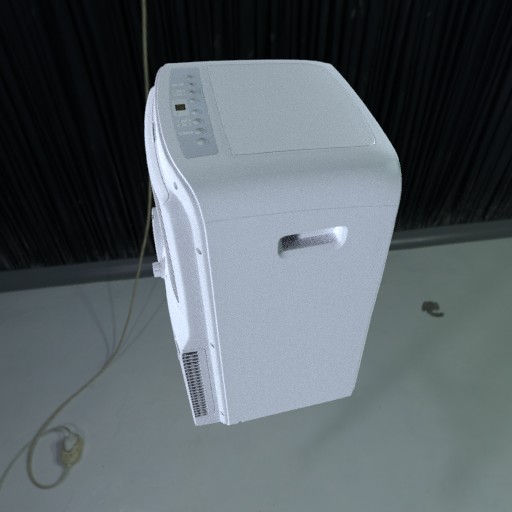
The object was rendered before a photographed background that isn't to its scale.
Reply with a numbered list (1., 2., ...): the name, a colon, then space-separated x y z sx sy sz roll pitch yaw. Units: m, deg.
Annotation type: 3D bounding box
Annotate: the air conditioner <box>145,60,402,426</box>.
1. air conditioner: 0.000 0.000 1.023 0.467 0.765 0.478 -8 47 -8
